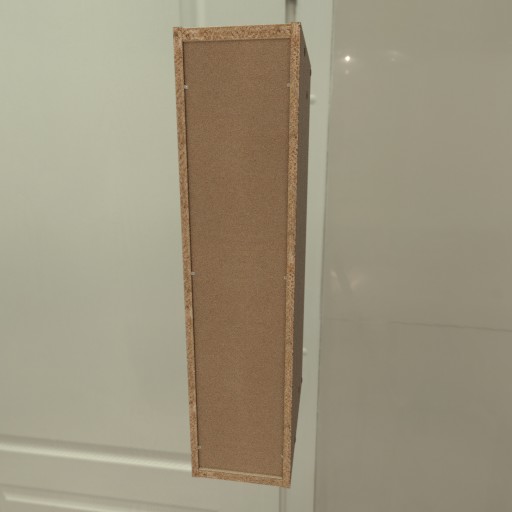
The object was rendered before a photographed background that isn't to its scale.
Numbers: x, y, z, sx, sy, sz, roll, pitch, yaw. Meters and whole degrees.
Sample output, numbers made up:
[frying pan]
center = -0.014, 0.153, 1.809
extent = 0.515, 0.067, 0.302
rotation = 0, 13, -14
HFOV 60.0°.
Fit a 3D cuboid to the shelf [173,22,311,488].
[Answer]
[shelf]
center = 0.000, 0.000, 0.701
extent = 0.147, 0.600, 0.290
rotation = 2, 15, 9
